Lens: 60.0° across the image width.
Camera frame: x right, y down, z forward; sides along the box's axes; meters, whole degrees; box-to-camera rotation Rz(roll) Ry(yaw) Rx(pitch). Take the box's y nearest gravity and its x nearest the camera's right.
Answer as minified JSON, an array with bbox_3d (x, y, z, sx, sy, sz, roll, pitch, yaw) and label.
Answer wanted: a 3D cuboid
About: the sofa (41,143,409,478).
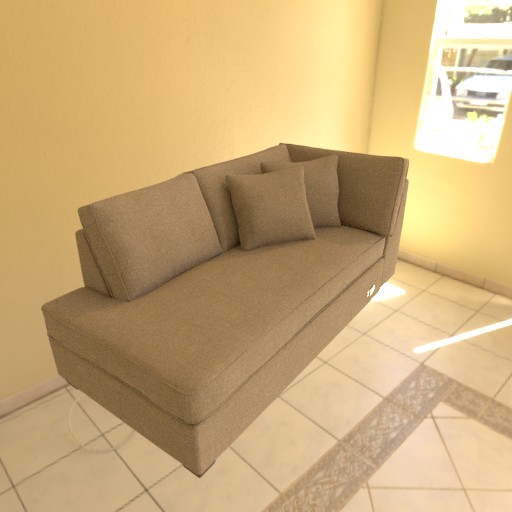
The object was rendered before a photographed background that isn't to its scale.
[{"bbox_3d":[0.000,0.000,2.720,1.110,1.019,2.238,18,32,33],"label":"sofa"}]
